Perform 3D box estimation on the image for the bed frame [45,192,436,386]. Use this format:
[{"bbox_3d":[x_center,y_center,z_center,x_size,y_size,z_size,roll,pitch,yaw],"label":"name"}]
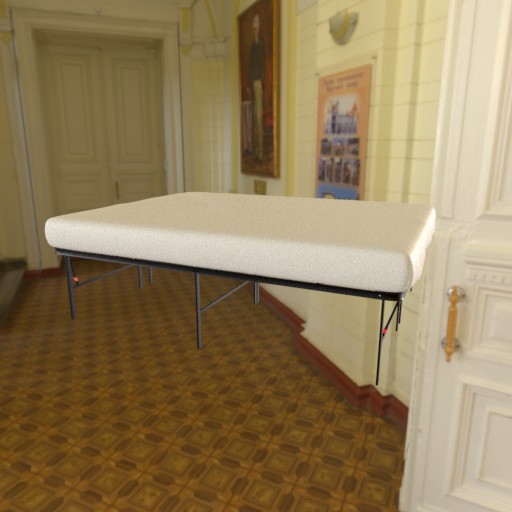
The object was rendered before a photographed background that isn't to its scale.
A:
[{"bbox_3d":[0.000,0.000,2.959,2.151,0.667,1.584,7,16,24],"label":"bed frame"}]
